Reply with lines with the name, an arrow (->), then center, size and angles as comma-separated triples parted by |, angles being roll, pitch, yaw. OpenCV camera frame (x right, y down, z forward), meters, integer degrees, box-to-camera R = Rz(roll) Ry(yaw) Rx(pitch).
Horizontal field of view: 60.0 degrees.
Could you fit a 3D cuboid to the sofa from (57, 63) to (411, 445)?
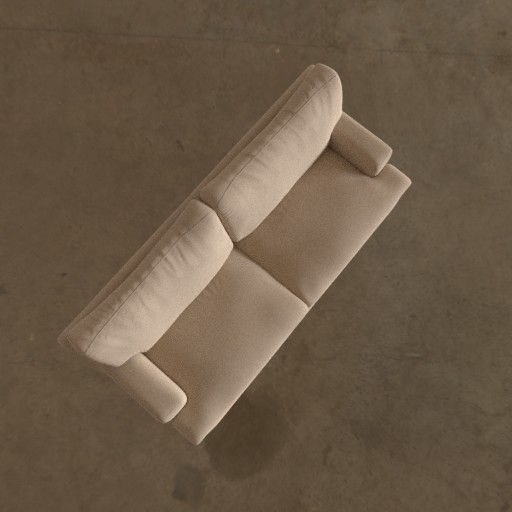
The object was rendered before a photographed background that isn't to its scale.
sofa -> 0.000, 0.000, 2.684 | 0.929, 0.925, 2.147 | 39, 80, 8
